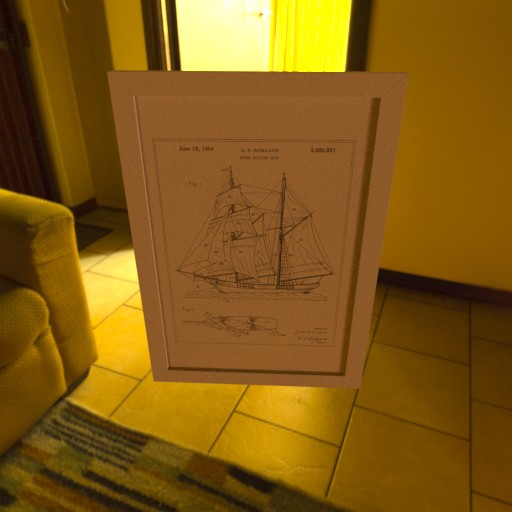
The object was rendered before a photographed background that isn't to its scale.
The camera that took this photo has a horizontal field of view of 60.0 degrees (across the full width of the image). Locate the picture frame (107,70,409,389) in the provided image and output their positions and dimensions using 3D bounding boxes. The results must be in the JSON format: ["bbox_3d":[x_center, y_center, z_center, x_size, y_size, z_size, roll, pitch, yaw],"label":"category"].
[{"bbox_3d":[0.000,0.000,0.594,0.326,0.459,0.011,1,29,2],"label":"picture frame"}]
